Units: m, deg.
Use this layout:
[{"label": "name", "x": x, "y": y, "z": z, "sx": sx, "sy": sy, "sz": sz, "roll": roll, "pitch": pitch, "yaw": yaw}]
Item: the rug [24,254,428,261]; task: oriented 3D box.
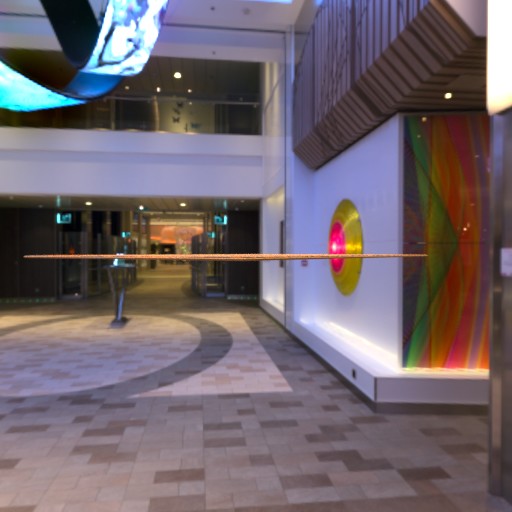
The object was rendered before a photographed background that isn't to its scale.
[{"label": "rug", "x": 0.000, "y": 0.000, "z": 3.776, "sx": 2.043, "sy": 0.019, "sz": 2.916, "roll": 0, "pitch": 1, "yaw": 37}]
